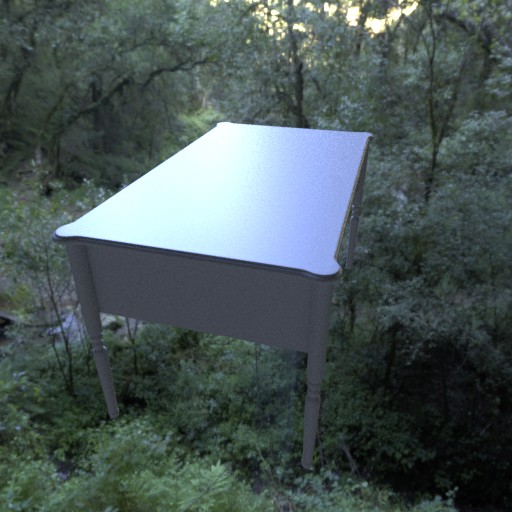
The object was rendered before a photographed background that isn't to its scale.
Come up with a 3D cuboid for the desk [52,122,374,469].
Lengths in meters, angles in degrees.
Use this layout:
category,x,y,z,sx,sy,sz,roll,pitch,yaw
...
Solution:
category,x,y,z,sx,sy,sz,roll,pitch,yaw
desk,0.000,0.000,1.877,0.807,0.762,1.380,8,31,14
